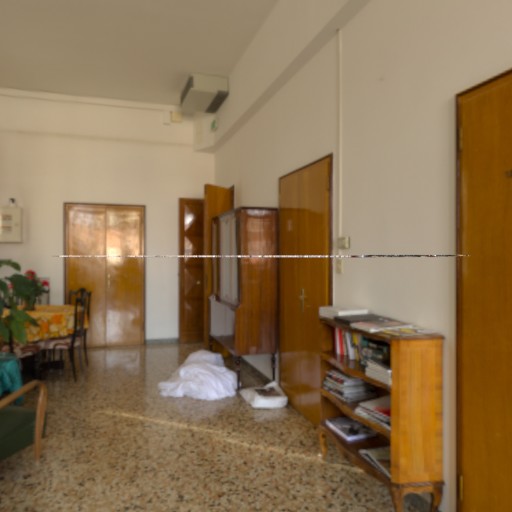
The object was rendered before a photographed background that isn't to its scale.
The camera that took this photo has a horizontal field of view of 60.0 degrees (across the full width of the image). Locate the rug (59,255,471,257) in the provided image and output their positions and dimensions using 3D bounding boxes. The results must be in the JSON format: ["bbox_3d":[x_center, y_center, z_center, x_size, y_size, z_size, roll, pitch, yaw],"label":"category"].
[{"bbox_3d":[0.000,0.000,2.286,1.848,0.012,1.217,0,0,37],"label":"rug"}]
